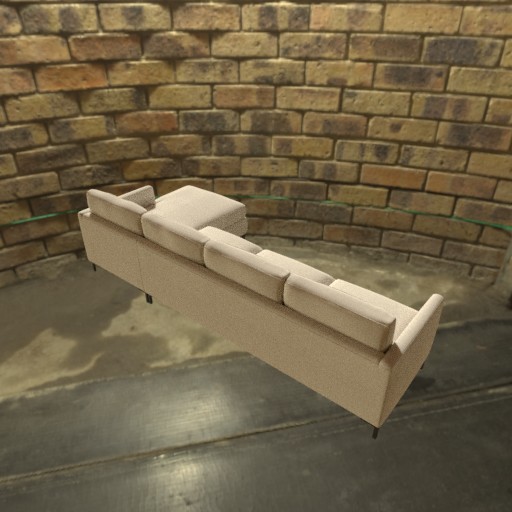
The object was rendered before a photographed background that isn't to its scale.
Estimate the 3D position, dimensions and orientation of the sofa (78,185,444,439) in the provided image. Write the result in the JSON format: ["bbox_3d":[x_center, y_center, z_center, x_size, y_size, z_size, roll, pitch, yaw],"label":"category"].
[{"bbox_3d":[0.000,0.000,2.987,2.445,0.677,1.126,23,38,32],"label":"sofa"}]
